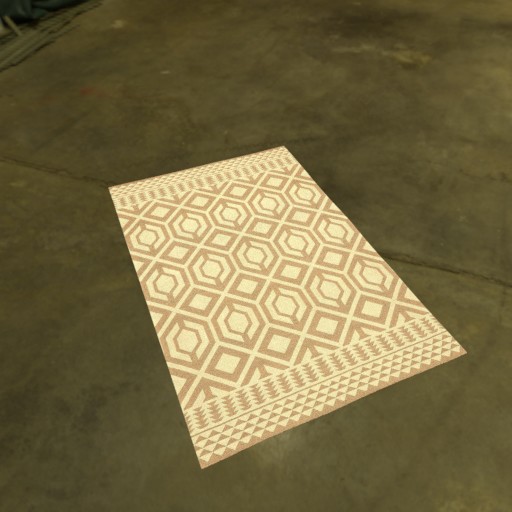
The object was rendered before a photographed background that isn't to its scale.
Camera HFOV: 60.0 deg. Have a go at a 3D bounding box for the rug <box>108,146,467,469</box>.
[{"bbox_3d":[0.000,0.000,2.355,1.219,0.008,1.829,-17,48,-16],"label":"rug"}]
